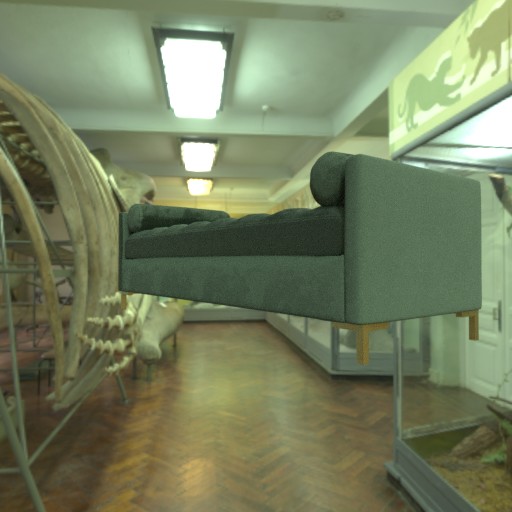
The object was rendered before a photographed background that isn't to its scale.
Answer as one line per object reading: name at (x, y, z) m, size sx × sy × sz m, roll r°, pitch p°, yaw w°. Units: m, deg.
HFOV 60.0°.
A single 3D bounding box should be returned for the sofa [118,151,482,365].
sofa at (0.000, 0.000, 2.413) m, size 0.796 × 0.705 × 2.102 m, roll 1°, pitch -1°, yaw -37°
